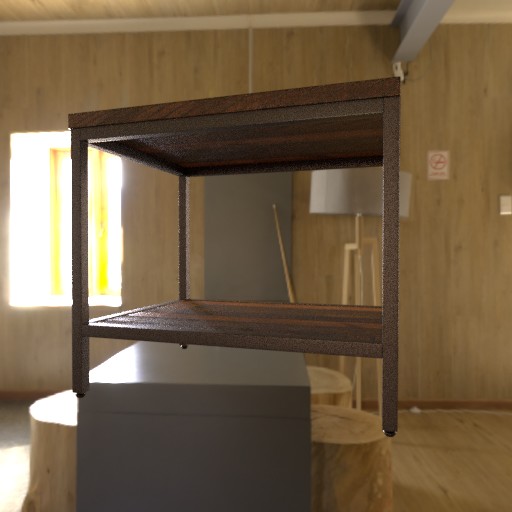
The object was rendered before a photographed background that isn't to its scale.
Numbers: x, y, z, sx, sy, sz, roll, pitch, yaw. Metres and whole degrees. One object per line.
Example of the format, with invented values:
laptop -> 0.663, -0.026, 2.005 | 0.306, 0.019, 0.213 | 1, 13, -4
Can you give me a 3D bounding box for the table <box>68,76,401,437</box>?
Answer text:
table -> 0.000, 0.000, 1.098 | 0.678, 0.612, 0.524 | 0, 1, 18
